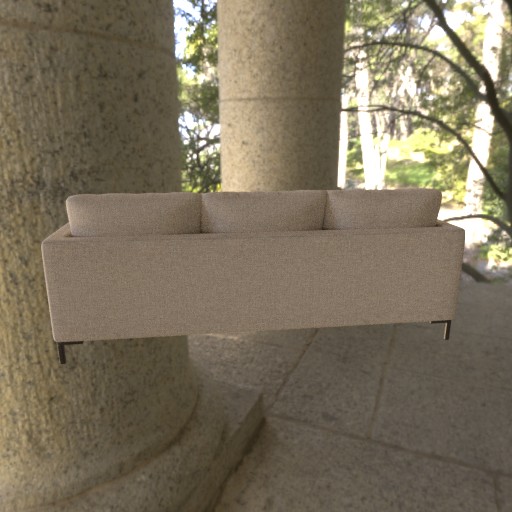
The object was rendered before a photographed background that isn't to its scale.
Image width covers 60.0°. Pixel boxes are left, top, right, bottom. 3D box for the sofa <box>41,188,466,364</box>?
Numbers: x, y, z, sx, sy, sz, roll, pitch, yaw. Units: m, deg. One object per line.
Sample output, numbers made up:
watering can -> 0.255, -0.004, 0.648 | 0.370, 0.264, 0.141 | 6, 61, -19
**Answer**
sofa -> 0.000, 0.000, 2.734 | 2.218, 0.874, 0.859 | -2, 16, -7
